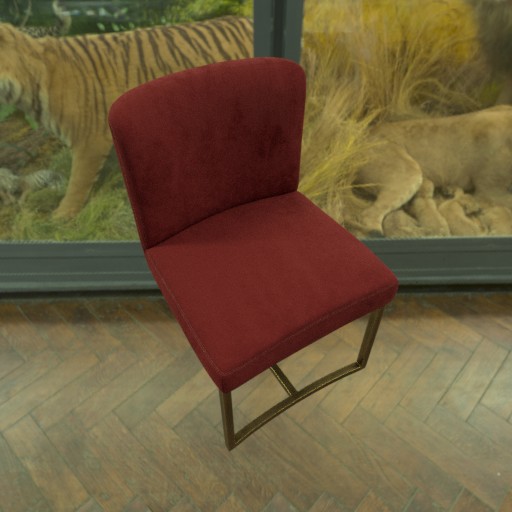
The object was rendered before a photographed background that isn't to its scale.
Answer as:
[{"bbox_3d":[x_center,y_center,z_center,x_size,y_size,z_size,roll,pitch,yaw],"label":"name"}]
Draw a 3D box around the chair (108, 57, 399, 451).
[{"bbox_3d":[0.000,0.000,1.174,0.530,0.824,0.560,-24,50,-22],"label":"chair"}]
